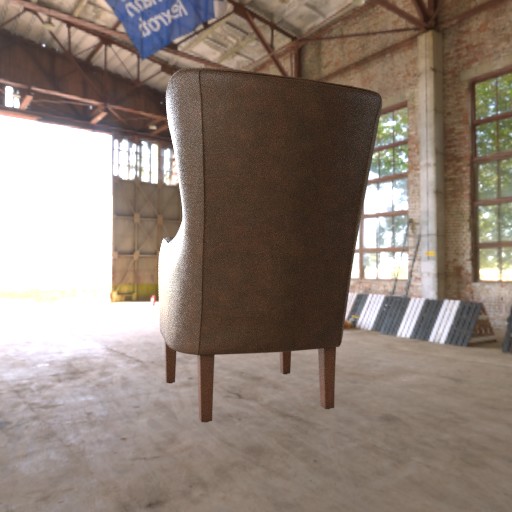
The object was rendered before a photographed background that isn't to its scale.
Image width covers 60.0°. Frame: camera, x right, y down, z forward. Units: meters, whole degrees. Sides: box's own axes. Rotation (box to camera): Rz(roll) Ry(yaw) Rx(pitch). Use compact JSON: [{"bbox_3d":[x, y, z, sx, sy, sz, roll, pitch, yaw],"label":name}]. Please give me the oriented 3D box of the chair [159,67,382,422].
[{"bbox_3d":[0.000,0.000,1.605,0.692,1.048,0.914,1,-2,-18],"label":"chair"}]
